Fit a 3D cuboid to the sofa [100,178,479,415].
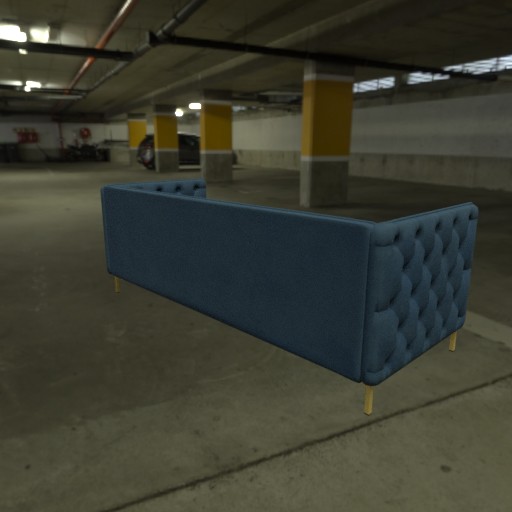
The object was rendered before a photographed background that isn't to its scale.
[{"bbox_3d":[0.000,0.000,2.653,0.895,0.771,2.209,-13,19,-42],"label":"sofa"}]
